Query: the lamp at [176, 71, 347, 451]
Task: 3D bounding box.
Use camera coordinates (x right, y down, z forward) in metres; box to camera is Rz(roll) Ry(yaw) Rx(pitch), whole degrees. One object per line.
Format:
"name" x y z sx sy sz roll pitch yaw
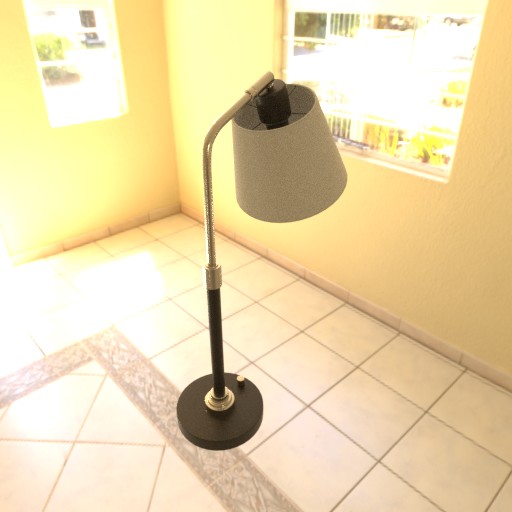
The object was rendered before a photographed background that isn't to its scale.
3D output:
"lamp" 0.000 0.000 0.699 0.181 0.539 0.348 21 36 32
